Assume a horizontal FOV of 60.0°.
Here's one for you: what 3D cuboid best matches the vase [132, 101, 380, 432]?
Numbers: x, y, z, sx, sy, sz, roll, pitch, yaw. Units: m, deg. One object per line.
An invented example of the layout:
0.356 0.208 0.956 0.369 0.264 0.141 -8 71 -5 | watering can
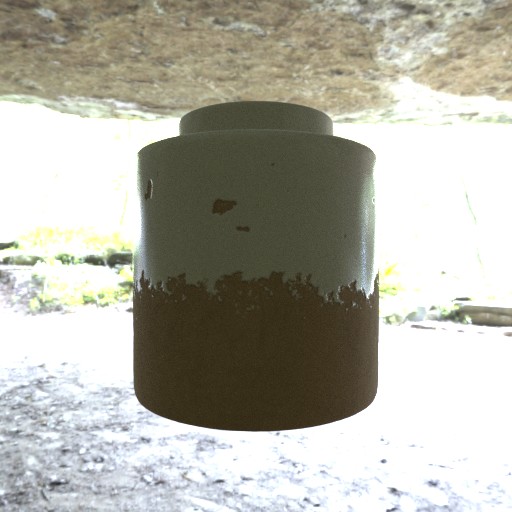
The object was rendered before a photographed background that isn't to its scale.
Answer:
0.000 0.000 0.285 0.153 0.167 0.153 0 1 0 | vase
